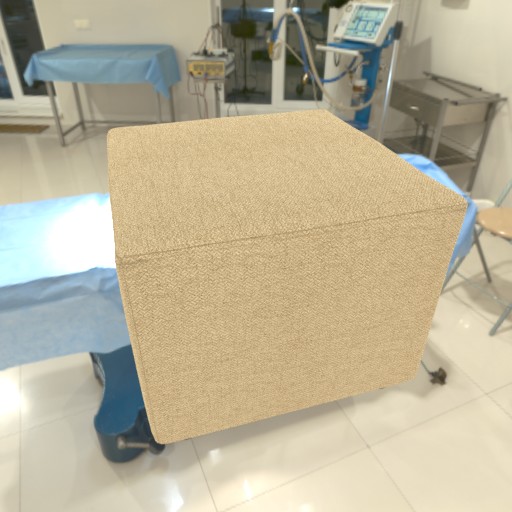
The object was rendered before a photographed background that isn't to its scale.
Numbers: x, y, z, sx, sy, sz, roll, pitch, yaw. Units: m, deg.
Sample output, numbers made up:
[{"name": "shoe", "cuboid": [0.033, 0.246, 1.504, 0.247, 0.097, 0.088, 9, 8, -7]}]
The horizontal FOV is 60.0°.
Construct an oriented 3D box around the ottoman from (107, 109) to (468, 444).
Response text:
[{"name": "ottoman", "cuboid": [0.000, 0.000, 0.877, 0.508, 0.432, 0.508, -10, 35, -14]}]
